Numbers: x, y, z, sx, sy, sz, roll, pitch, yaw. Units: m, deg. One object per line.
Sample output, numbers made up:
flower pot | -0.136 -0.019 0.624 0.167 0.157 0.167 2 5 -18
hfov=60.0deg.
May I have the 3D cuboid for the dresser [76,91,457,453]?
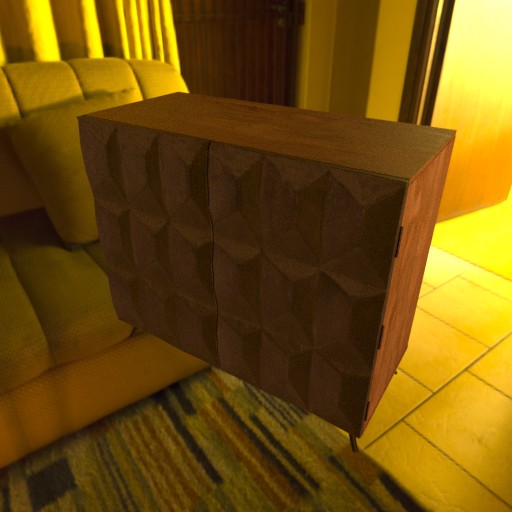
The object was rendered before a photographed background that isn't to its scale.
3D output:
dresser | 0.000 0.000 1.430 0.967 0.847 0.446 18 35 28
